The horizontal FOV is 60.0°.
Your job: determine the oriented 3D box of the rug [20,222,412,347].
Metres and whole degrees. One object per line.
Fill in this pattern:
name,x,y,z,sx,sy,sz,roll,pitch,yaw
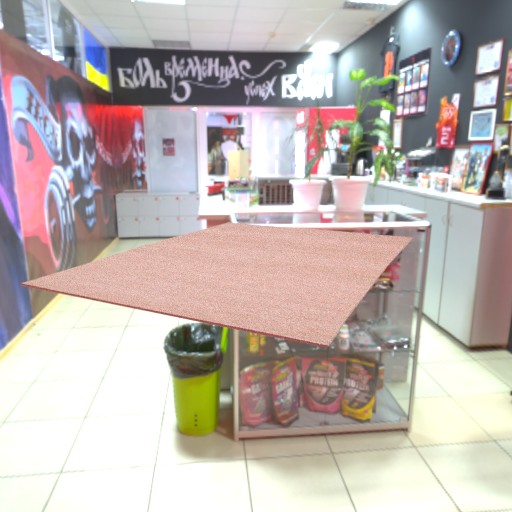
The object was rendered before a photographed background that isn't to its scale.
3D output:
rug,0.000,0.000,4.230,2.434,0.045,3.202,7,15,26
